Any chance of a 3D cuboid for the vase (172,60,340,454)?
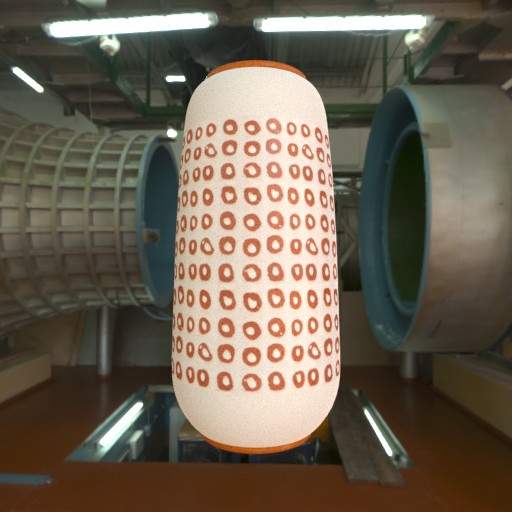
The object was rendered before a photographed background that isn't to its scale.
[{"bbox_3d":[0.000,0.000,0.358,0.133,0.282,0.133,0,-1,0],"label":"vase"}]
